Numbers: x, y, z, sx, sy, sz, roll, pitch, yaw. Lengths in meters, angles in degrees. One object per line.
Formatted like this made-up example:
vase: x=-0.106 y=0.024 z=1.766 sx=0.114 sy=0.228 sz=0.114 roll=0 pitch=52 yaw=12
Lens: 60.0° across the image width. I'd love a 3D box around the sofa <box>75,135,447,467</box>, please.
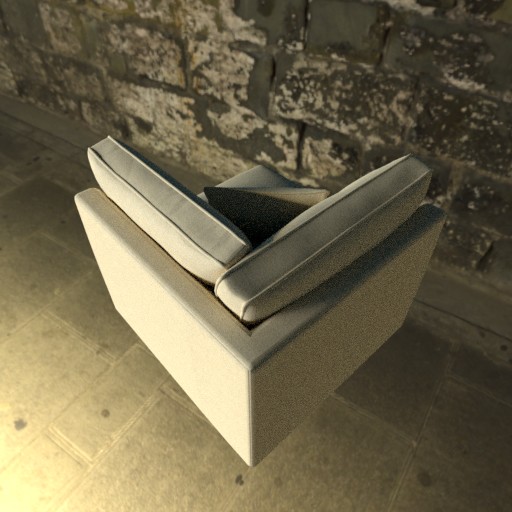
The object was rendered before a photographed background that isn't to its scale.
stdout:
sofa: x=0.000 y=0.000 z=2.022 sx=1.084 sy=1.002 sz=1.146 roll=-33 pitch=54 yaw=-28
